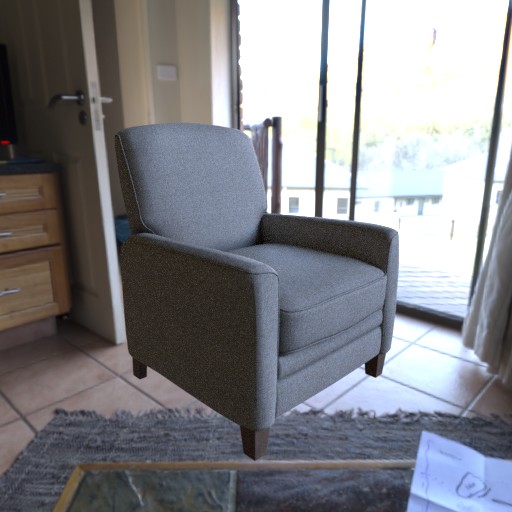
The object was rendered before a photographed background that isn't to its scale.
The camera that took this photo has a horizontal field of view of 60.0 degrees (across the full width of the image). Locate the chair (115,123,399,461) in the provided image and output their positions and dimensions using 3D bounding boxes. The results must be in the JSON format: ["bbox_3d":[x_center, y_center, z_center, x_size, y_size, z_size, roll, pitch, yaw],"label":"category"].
[{"bbox_3d":[0.000,0.000,1.723,0.848,1.014,0.864,-14,20,-43],"label":"chair"}]
